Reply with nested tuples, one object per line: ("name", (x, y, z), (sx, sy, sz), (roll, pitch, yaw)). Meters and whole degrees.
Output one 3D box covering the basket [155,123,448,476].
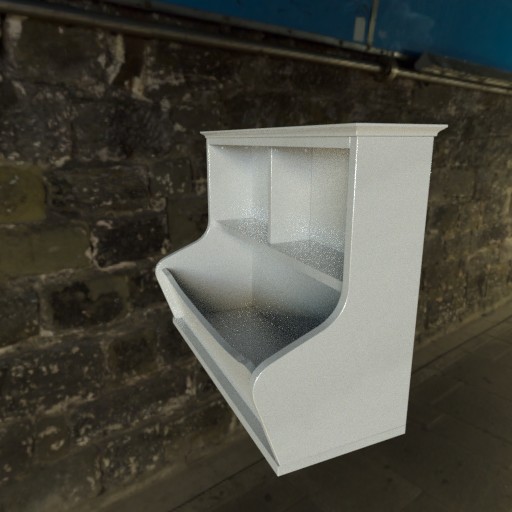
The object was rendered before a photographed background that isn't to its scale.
("basket", (0.000, 0.000, 1.089), (0.350, 0.600, 0.780), (-7, 16, -23))
